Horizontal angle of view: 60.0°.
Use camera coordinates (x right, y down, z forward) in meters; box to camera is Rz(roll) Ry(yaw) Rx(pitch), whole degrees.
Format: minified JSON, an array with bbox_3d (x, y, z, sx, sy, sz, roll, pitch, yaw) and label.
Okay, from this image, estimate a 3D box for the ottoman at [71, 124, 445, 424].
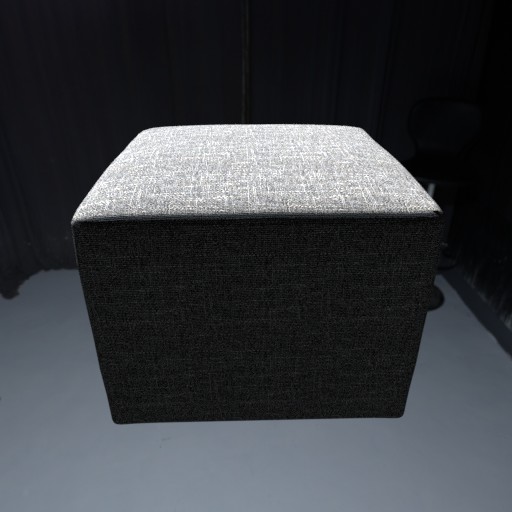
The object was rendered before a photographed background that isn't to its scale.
[{"bbox_3d":[0.000,0.000,0.894,0.521,0.453,0.512,-1,29,-1],"label":"ottoman"}]
